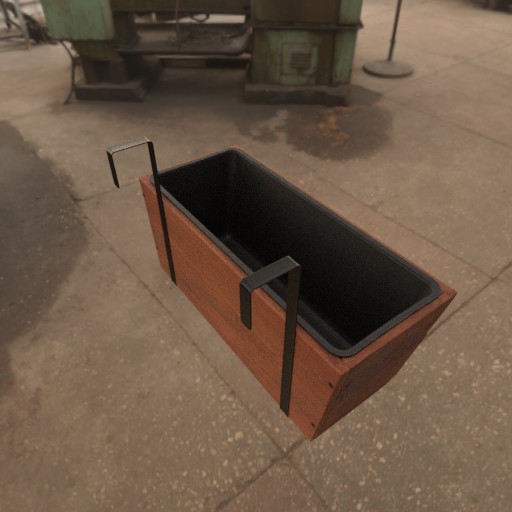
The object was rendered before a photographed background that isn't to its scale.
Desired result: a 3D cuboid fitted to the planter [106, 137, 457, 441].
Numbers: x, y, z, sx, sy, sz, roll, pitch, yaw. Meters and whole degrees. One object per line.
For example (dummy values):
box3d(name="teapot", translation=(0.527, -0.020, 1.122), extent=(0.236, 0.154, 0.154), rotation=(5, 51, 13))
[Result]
box3d(name="planter", translation=(0.000, 0.000, 0.657), extent=(0.262, 0.289, 0.480), rotation=(-26, 47, -26))
